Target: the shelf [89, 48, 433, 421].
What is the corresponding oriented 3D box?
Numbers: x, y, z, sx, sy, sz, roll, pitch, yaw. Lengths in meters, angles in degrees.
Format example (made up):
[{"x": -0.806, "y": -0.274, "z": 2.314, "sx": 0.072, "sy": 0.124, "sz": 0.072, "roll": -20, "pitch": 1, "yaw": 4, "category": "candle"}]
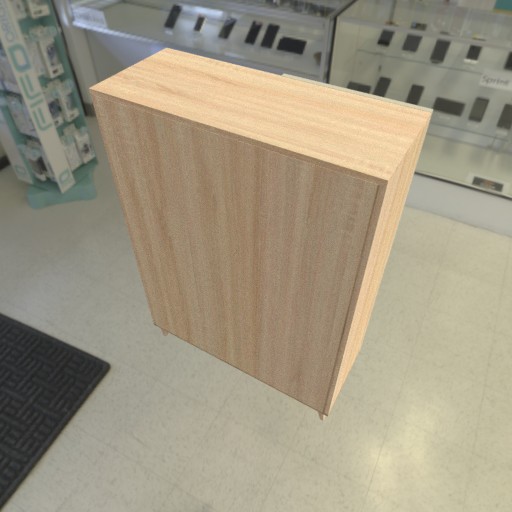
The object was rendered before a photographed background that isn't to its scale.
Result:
[{"x": 0.000, "y": 0.000, "z": 1.878, "sx": 0.995, "sy": 1.405, "sz": 0.434, "roll": 23, "pitch": 49, "yaw": 21, "category": "shelf"}]
